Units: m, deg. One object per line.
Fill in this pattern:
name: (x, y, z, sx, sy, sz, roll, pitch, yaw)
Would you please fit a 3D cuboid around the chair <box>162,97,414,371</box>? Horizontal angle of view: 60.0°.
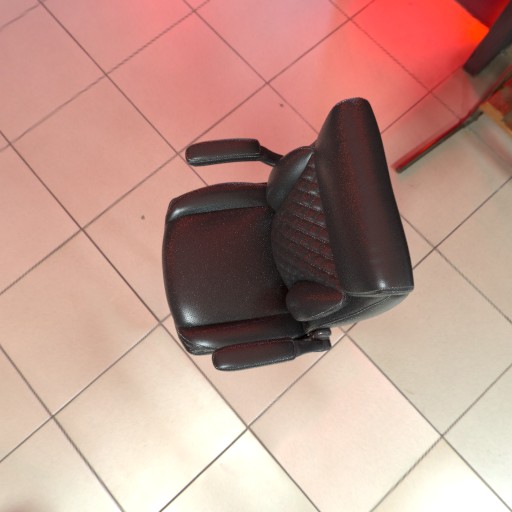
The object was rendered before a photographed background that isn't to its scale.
chair: (0.000, 0.000, 1.625, 0.724, 1.110, 0.782, -9, 77, -2)
